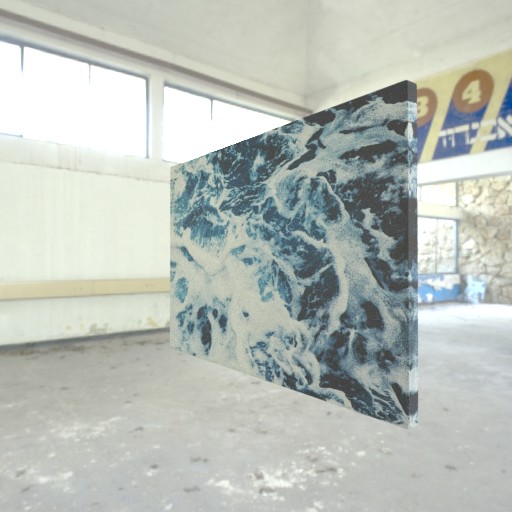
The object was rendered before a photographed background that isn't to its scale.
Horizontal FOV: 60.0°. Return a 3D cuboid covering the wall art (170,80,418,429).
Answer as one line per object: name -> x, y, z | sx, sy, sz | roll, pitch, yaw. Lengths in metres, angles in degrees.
wall art -> 0.000, 0.000, 1.905 | 0.055, 1.017, 1.524 | 0, -1, -37
